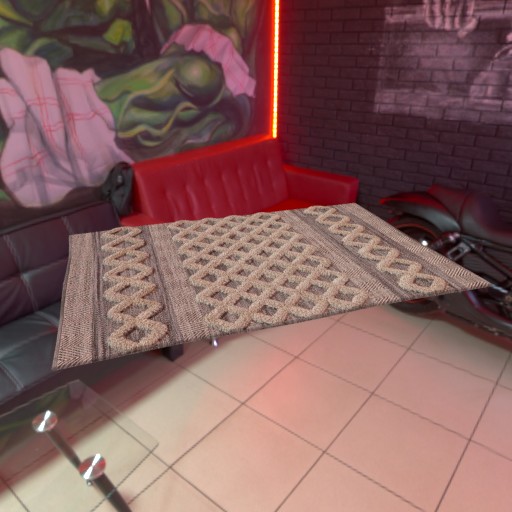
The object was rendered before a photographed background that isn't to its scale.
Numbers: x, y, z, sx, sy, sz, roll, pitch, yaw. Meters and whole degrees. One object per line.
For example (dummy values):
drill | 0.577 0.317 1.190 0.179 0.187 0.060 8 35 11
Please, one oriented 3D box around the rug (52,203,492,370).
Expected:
rug | 0.000 0.000 2.240 1.823 0.030 1.222 -8 26 -17
